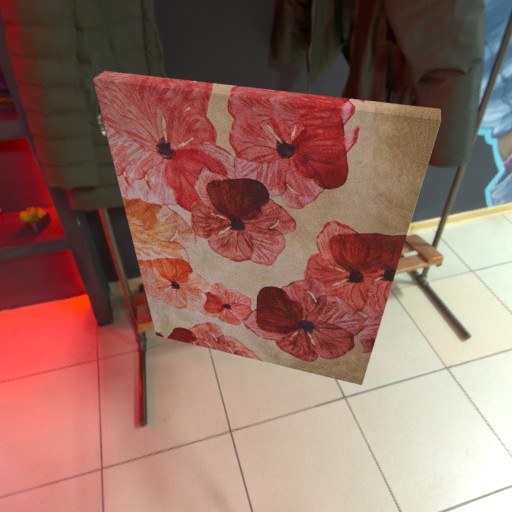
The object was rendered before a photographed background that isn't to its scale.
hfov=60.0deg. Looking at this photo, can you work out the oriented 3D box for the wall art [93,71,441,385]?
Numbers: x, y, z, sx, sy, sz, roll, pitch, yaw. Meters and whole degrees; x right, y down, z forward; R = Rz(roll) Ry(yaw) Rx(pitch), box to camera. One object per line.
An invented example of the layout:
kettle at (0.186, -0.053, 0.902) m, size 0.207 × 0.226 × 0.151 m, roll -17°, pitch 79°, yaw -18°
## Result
wall art at (0.000, 0.000, 0.680) m, size 0.406 × 0.508 × 0.028 m, roll 11°, pitch 44°, yaw 12°
